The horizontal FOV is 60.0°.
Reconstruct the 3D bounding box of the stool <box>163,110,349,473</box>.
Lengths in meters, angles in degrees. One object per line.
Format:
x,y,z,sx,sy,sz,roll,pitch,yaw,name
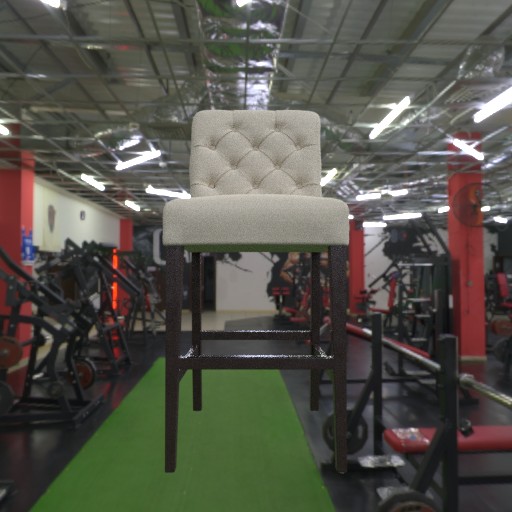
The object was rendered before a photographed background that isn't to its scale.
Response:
0.000,0.000,1.423,0.482,1.118,0.610,0,-1,0,stool
